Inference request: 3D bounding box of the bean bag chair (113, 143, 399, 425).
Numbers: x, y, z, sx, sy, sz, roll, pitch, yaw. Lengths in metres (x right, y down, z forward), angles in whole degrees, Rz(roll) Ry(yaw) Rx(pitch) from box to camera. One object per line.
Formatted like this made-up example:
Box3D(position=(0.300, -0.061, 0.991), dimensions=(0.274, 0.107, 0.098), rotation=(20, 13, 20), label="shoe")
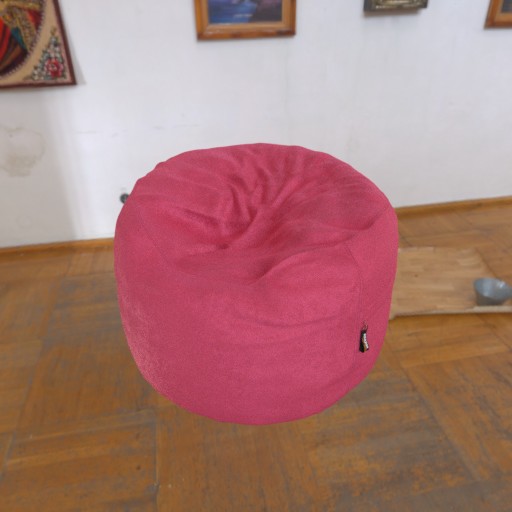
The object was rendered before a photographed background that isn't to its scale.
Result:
Box3D(position=(0.000, 0.000, 1.959), dimensions=(1.218, 0.788, 1.218), rotation=(0, 31, 0), label="bean bag chair")
